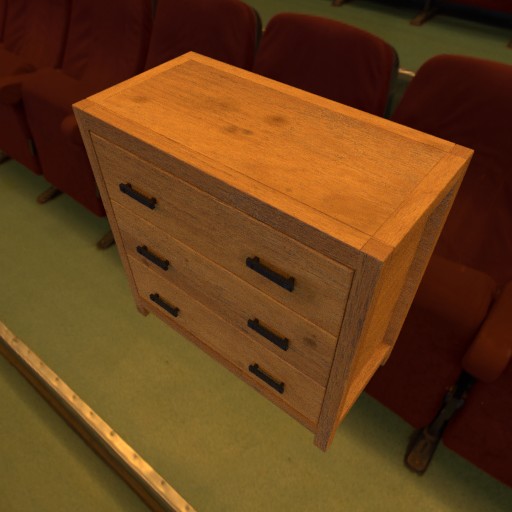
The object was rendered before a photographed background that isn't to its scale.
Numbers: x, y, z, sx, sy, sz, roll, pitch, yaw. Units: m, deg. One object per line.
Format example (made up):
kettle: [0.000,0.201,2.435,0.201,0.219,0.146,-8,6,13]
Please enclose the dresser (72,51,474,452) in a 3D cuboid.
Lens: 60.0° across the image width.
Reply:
dresser: [0.000,0.000,1.252,0.804,0.804,0.427,30,53,26]
